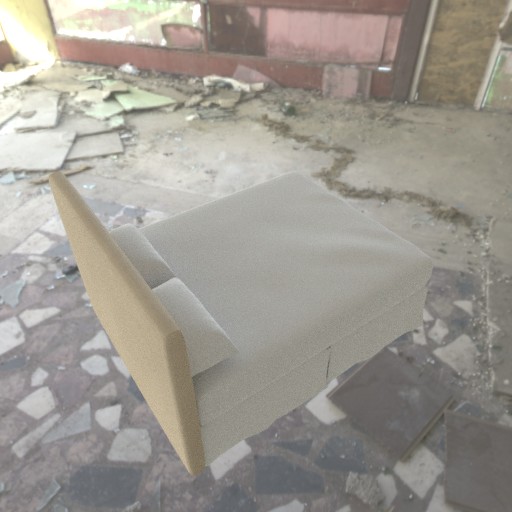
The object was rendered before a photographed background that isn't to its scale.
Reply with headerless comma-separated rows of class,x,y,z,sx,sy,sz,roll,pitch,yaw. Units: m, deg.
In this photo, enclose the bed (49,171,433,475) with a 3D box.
bed,0.000,0.000,3.181,2.142,1.330,1.723,-25,46,-26
